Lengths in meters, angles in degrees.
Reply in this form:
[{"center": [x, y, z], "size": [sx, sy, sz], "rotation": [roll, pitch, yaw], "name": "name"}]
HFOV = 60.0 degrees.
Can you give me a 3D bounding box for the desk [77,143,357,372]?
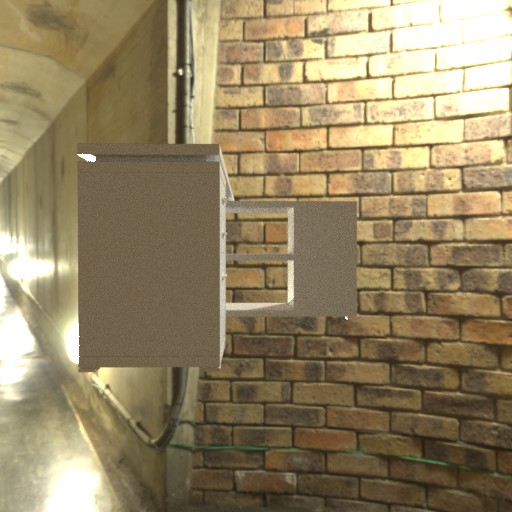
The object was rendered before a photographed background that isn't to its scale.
[{"center": [0.000, 0.000, 2.227], "size": [1.200, 0.753, 1.524], "rotation": [0, 1, -1], "name": "desk"}]
